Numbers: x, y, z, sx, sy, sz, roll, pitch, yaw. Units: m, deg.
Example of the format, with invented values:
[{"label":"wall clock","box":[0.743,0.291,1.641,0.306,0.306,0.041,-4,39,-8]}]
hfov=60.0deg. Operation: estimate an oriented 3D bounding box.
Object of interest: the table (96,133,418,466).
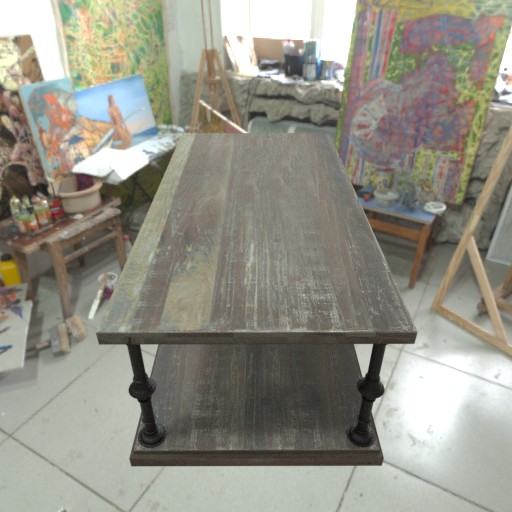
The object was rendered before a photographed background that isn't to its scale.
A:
[{"label":"table","box":[0.000,0.000,1.326,0.554,0.399,1.088,0,33,0]}]
